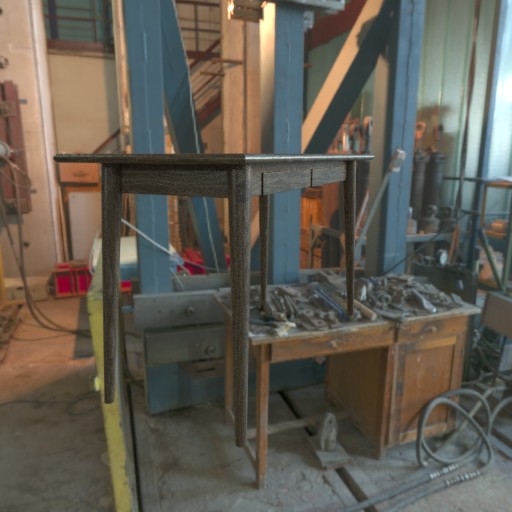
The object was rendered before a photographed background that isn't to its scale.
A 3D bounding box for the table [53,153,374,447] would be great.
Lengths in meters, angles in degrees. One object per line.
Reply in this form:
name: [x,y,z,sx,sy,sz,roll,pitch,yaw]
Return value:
table: [0.000,0.000,1.742,0.599,0.780,1.300,6,14,26]
